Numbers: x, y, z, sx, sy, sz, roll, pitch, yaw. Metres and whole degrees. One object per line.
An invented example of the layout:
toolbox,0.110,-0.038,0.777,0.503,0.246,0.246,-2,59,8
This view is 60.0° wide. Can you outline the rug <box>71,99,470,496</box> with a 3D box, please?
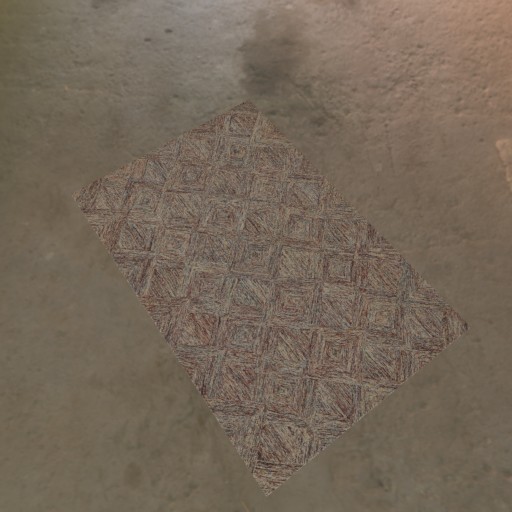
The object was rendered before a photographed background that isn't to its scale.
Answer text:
rug,0.000,0.000,2.870,1.523,0.019,2.285,-33,68,-15
